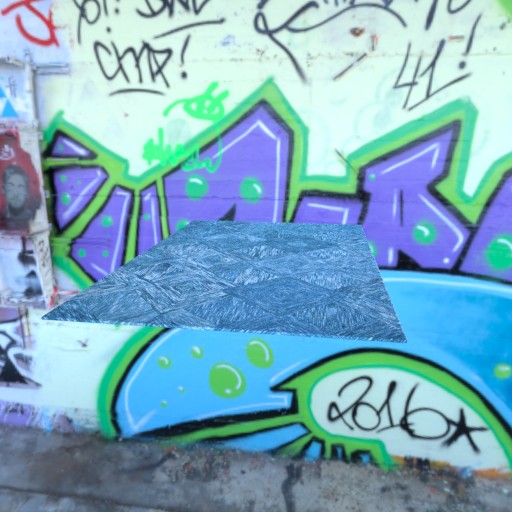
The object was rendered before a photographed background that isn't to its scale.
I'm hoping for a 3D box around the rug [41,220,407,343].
[{"bbox_3d":[0.000,0.000,2.846,1.490,0.015,2.277,2,15,8],"label":"rug"}]
